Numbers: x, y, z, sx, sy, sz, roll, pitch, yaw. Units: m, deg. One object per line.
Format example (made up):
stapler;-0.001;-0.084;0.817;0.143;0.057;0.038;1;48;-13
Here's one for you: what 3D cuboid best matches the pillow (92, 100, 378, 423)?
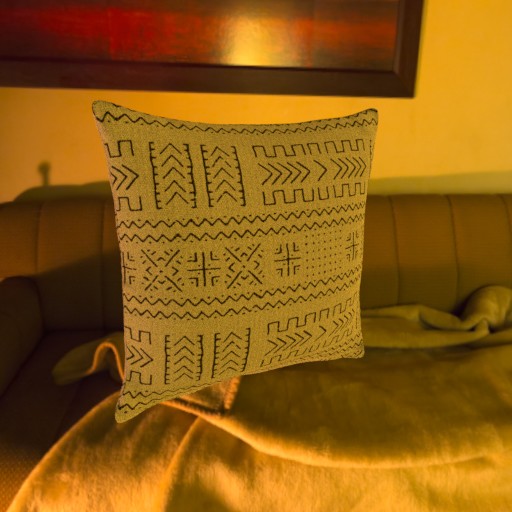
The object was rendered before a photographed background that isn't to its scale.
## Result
pillow;0.000;0.000;0.656;0.438;0.430;0.164;-8;16;-27
